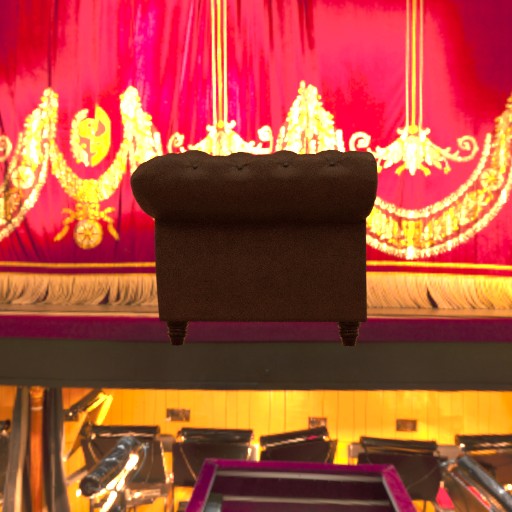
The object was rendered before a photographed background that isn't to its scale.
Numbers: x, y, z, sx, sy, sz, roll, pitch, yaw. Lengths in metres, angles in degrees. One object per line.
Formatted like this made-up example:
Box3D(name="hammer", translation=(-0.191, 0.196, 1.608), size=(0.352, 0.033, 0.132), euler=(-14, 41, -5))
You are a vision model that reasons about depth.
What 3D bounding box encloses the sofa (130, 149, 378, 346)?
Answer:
Box3D(name="sofa", translation=(0.000, 0.000, 2.758), size=(0.944, 0.783, 2.385), euler=(0, -2, 1))
